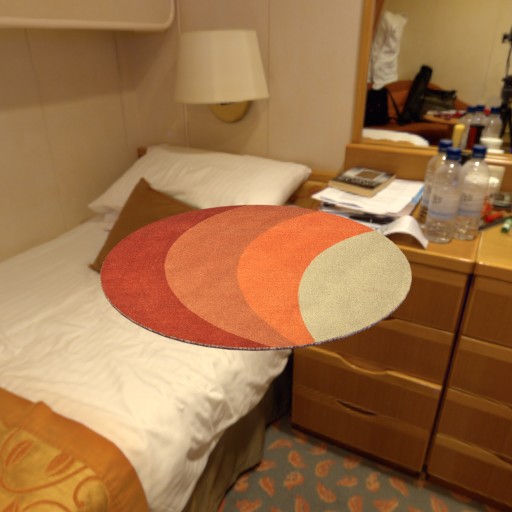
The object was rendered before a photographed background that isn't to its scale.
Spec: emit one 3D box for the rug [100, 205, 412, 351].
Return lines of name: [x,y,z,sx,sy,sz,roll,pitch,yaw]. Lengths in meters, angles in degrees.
rug: [0.000,0.000,2.258,1.514,0.015,1.514,0,26,0]
